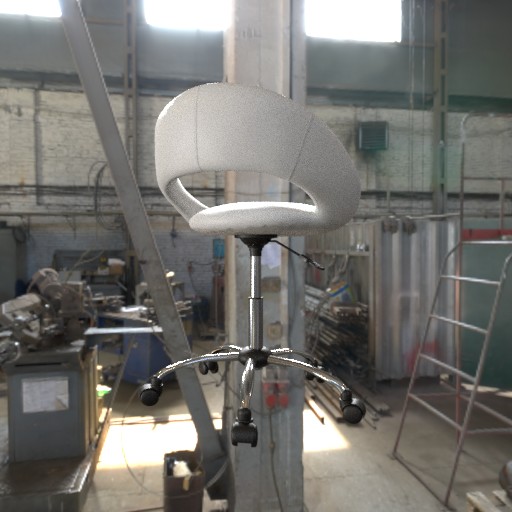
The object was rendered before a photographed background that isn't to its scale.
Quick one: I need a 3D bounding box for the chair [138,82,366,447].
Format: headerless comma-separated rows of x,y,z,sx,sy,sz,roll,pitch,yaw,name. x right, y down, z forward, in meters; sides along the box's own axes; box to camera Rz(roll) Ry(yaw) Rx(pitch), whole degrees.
0.000,0.000,1.206,0.612,0.791,0.538,1,2,35,chair
